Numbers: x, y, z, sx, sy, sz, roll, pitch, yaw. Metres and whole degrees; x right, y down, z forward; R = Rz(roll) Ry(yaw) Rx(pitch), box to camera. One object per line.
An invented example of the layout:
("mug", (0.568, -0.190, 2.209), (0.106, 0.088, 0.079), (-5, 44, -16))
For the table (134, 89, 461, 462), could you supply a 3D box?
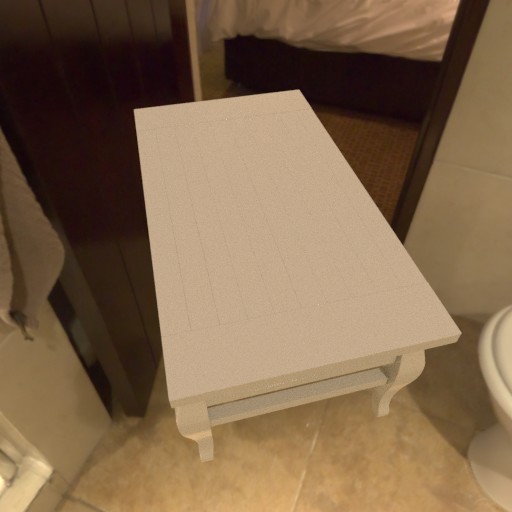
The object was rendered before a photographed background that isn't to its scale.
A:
("table", (0.000, 0.000, 1.370), (0.600, 0.495, 1.062), (-10, 48, -10))
